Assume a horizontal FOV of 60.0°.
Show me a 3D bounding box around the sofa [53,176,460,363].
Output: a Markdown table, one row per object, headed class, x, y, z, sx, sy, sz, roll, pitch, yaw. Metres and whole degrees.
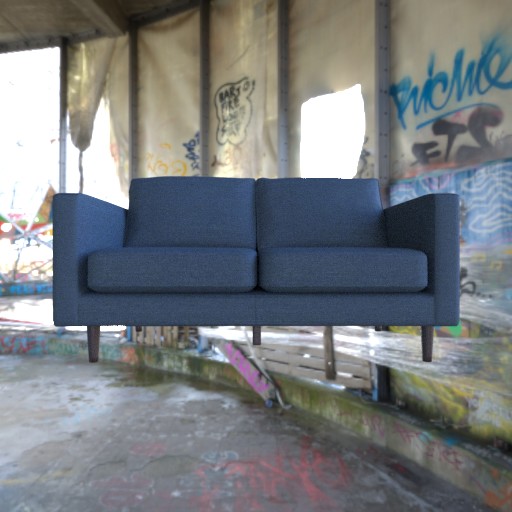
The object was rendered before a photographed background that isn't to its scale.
| class | x | y | z | sx | sy | sz | roll | pitch | yaw |
| --- | --- | --- | --- | --- | --- | --- | --- | --- | --- |
| sofa | 0.000 | 0.000 | 2.251 | 1.659 | 0.907 | 0.999 | 0 | 0 | 0 |
